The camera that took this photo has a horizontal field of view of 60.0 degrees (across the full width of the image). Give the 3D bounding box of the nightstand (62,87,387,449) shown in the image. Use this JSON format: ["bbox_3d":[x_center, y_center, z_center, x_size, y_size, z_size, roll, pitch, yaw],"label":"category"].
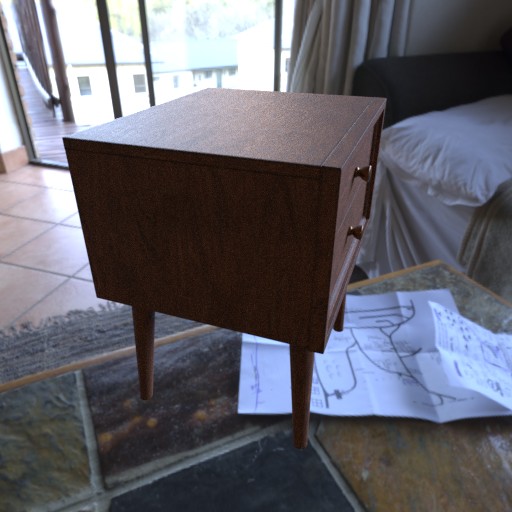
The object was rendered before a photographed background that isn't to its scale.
[{"bbox_3d":[0.000,0.000,0.976,0.445,0.607,0.521,10,31,18],"label":"nightstand"}]
